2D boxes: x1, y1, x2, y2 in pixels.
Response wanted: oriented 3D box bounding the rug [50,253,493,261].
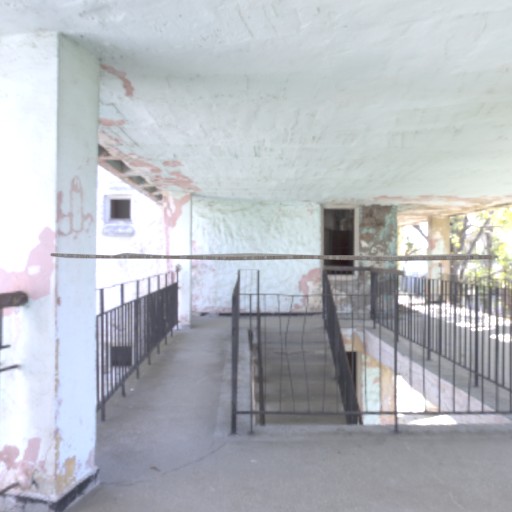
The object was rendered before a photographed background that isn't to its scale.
[{"bbox_3d":[0.000,0.000,2.685,2.452,0.051,0.752,0,0,20],"label":"rug"}]
